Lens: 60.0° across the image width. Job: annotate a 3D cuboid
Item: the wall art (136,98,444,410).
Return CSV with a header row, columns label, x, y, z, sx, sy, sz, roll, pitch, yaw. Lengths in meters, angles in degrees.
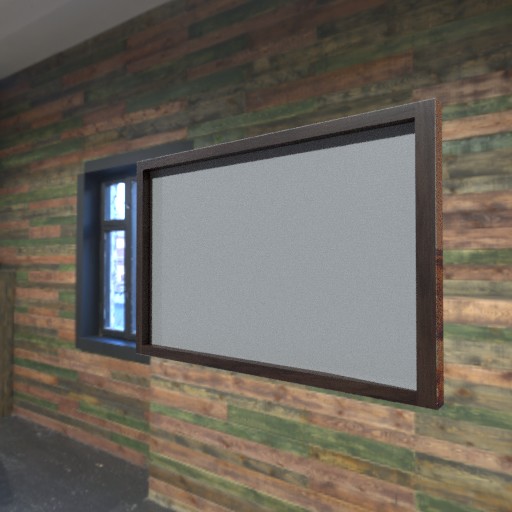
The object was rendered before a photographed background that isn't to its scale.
label,x,y,z,sx,sy,sz,roll,pitch,yaw
wall art,0.000,0.000,1.156,0.914,0.610,0.050,-1,-1,37
